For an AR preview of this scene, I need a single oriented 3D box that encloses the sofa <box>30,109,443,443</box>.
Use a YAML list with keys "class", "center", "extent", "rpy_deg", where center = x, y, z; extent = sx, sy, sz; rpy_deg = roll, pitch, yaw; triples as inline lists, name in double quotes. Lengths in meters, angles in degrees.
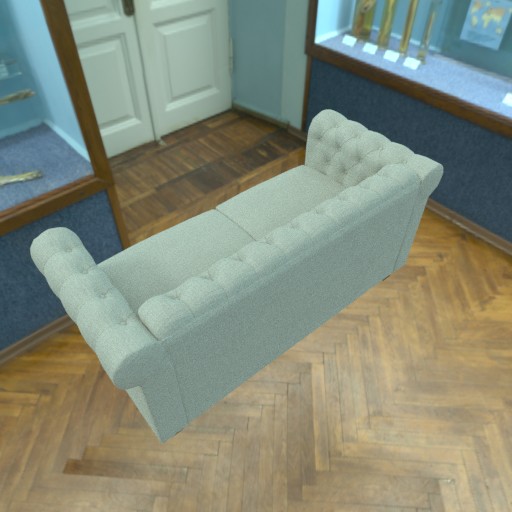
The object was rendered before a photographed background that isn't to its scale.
- class: "sofa"
  center: [0.000, 0.000, 2.229]
  extent: [1.798, 0.797, 0.783]
  rpy_deg: [-30, 52, -27]
